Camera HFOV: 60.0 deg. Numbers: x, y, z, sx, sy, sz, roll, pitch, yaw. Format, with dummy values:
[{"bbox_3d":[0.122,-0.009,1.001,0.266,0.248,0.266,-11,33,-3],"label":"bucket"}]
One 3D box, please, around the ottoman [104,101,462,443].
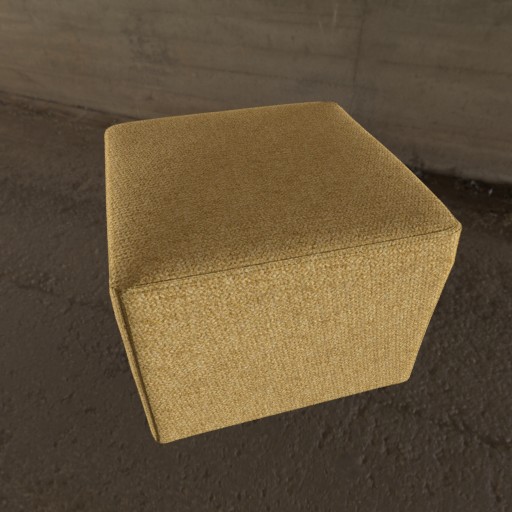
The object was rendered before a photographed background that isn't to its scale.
[{"bbox_3d":[0.000,0.000,0.889,0.512,0.441,0.505,-10,42,-12],"label":"ottoman"}]
